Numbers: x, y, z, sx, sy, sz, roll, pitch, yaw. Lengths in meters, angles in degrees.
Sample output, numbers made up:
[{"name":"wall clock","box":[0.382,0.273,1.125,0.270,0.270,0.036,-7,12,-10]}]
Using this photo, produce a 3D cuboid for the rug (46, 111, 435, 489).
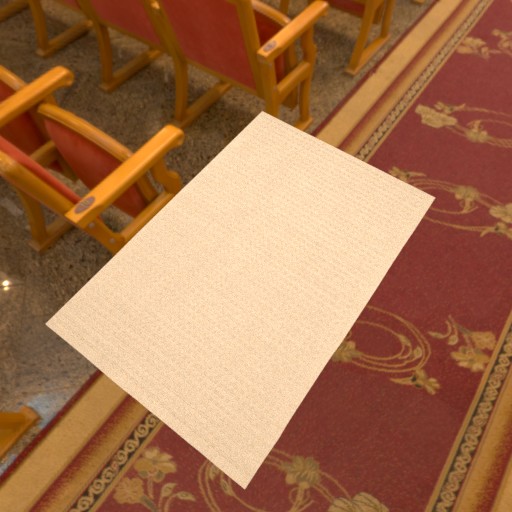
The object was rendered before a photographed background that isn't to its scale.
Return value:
[{"name":"rug","box":[0.000,0.000,2.939,1.523,0.006,2.289,32,65,17]}]
